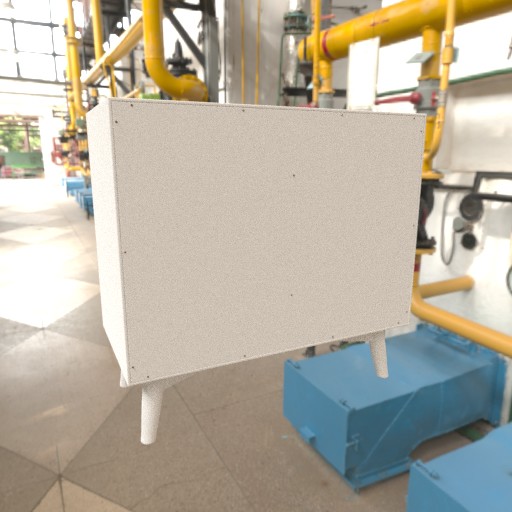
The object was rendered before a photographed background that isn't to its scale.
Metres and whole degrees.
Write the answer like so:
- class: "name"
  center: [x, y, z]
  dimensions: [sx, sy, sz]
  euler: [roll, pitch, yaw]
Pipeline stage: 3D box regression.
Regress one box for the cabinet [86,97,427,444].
- class: "cabinet"
  center: [0.000, 0.000, 1.243]
  dimensions: [0.800, 0.761, 0.398]
  euler: [-6, 14, -25]
